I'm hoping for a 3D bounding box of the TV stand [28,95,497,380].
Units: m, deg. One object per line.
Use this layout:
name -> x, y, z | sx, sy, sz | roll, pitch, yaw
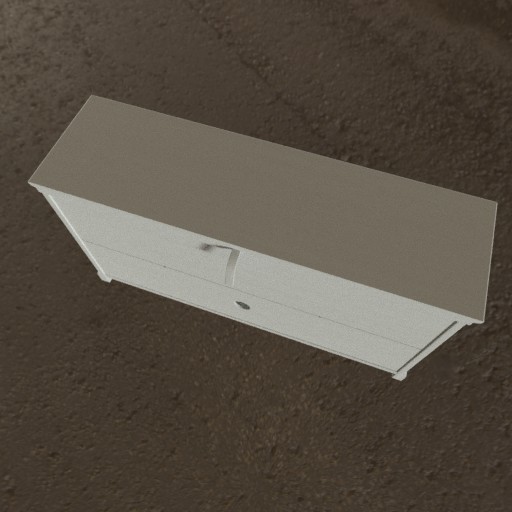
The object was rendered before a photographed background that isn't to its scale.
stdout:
TV stand -> 0.000, 0.000, 1.426 | 1.187, 0.624, 0.424 | 17, 63, 9
